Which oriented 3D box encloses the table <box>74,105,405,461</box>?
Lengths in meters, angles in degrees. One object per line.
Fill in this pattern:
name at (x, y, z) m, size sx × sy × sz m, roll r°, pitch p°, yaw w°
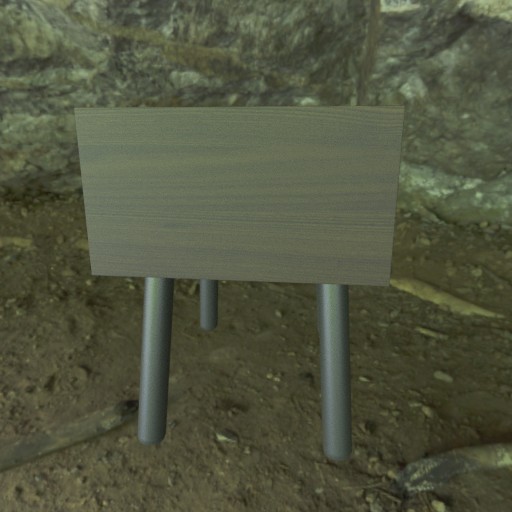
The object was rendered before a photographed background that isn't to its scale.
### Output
table at (0.000, 0.000, 0.769) m, size 0.370 × 0.470 × 0.450 m, roll 2°, pitch 16°, yaw 6°
